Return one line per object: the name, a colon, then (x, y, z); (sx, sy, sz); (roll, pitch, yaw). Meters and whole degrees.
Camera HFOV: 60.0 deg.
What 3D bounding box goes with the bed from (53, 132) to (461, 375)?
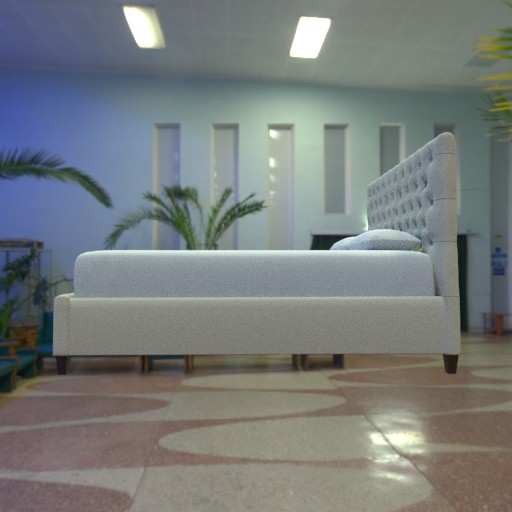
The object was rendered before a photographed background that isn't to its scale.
bed: (0.000, 0.000, 3.423); (2.387, 1.427, 1.698); (0, -1, -1)
